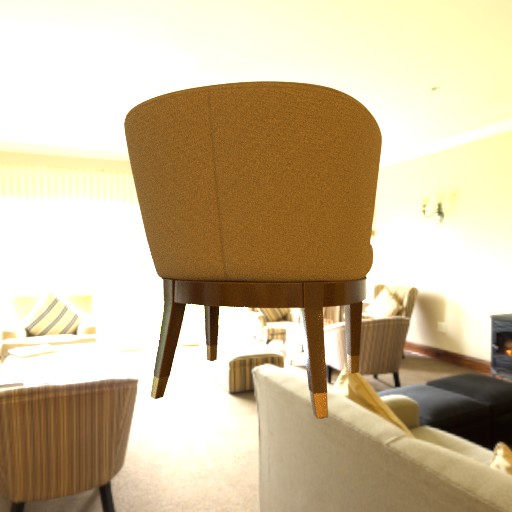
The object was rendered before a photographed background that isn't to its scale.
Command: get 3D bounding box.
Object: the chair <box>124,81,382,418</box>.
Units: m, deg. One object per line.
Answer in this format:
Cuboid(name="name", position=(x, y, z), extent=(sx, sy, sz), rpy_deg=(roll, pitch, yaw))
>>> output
Cuboid(name="chair", position=(0.000, 0.000, 1.282), extent=(0.700, 0.760, 0.660), rpy_deg=(0, 0, 18))
